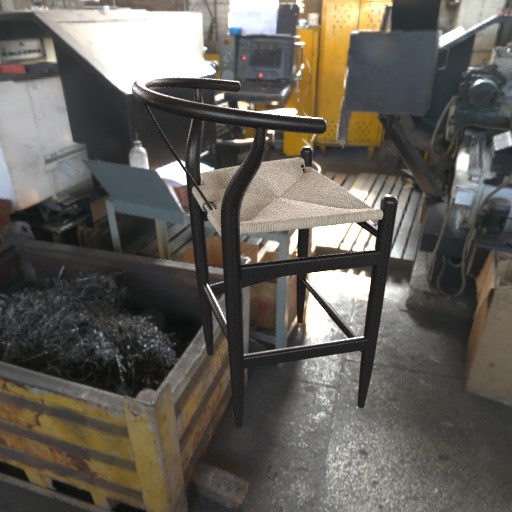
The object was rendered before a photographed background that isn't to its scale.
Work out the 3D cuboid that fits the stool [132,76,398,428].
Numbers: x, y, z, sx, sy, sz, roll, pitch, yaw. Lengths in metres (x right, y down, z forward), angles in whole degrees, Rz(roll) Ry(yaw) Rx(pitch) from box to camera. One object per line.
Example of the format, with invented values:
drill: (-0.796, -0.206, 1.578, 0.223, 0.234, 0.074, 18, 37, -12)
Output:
stool: (0.000, 0.000, 1.293, 0.579, 0.970, 0.569, -10, 31, -17)
